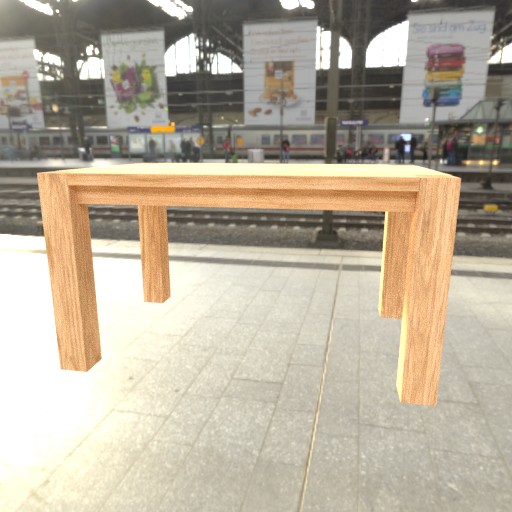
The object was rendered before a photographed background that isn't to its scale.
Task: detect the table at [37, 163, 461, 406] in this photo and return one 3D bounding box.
[{"bbox_3d":[0.000,0.000,1.951,1.400,0.760,0.900,3,14,10],"label":"table"}]
